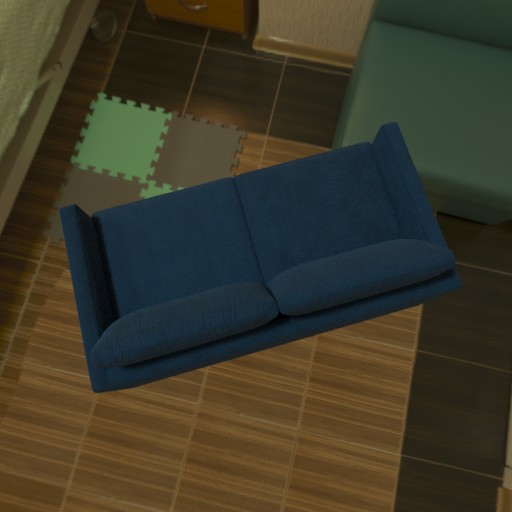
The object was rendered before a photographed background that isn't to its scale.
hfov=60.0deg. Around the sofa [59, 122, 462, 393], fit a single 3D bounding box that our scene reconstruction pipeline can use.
[{"bbox_3d":[0.000,0.000,2.187,1.676,0.817,0.875,-15,76,-4],"label":"sofa"}]
